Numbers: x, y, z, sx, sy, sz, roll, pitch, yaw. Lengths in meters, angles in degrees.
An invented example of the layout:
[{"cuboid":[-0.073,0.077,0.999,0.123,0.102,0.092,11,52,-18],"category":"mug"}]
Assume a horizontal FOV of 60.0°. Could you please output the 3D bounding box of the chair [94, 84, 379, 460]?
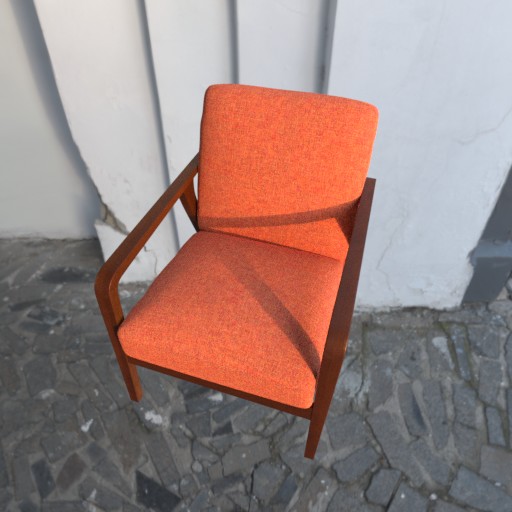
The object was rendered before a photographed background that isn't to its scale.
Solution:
[{"cuboid":[0.000,0.000,1.516,0.719,0.890,0.860,13,43,14],"category":"chair"}]
